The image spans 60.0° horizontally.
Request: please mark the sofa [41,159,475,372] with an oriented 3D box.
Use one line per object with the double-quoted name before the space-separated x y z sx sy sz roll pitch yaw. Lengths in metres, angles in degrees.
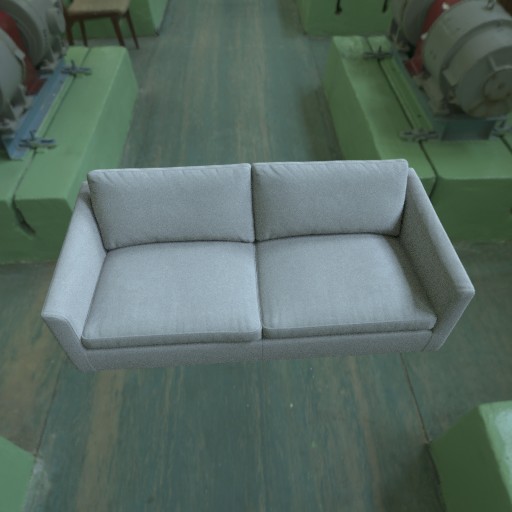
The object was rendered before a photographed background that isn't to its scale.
"sofa" 0.000 0.000 2.776 2.588 0.838 1.090 -3 47 -3
